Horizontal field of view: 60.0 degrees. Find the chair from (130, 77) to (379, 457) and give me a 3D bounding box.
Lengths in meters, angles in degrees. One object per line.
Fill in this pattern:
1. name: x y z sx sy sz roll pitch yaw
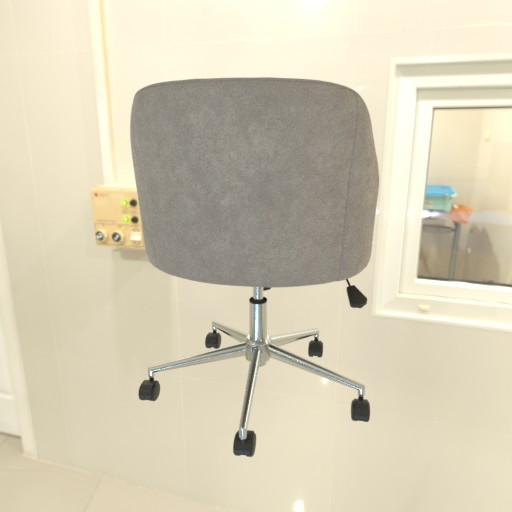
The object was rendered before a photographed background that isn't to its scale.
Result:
1. chair: 0.000 0.000 1.185 0.635 0.831 0.573 3 16 10
